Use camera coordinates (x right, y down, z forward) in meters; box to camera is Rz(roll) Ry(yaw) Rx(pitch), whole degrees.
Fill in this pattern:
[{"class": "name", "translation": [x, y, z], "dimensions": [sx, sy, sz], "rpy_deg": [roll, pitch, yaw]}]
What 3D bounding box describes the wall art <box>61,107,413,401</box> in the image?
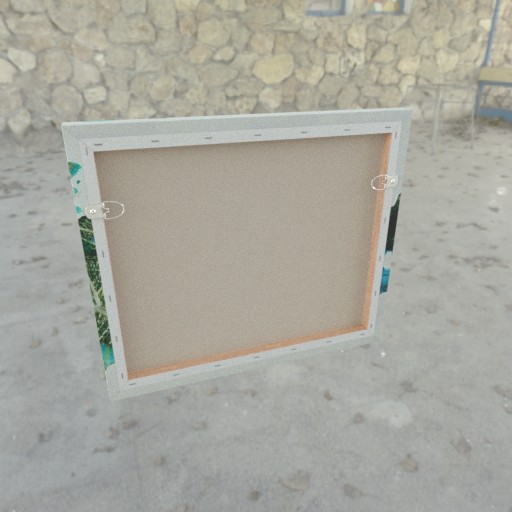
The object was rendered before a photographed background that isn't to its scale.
[{"class": "wall art", "translation": [0.000, 0.000, 0.999], "dimensions": [0.711, 0.610, 0.043], "rpy_deg": [-8, 26, -17]}]
